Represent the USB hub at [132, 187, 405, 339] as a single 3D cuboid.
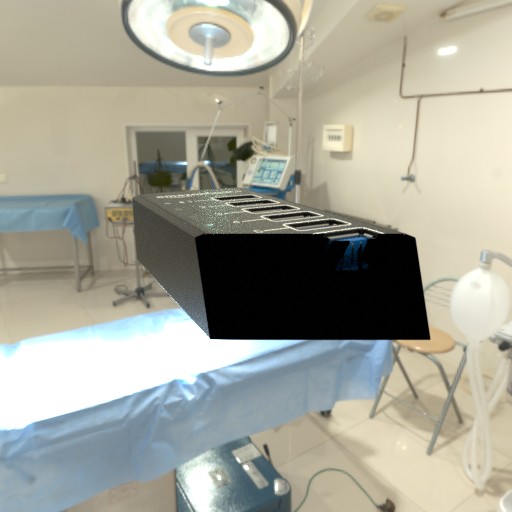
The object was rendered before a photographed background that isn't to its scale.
[{"bbox_3d":[0.000,0.000,0.123,0.044,0.023,0.110,-8,18,-26],"label":"USB hub"}]
